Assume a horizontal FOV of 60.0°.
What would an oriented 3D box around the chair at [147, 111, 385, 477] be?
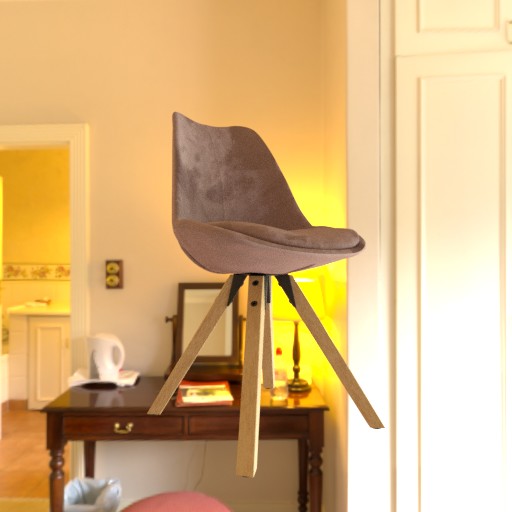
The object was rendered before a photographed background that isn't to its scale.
[{"bbox_3d":[0.000,0.000,1.175,0.485,0.850,0.550,0,-1,-37],"label":"chair"}]
